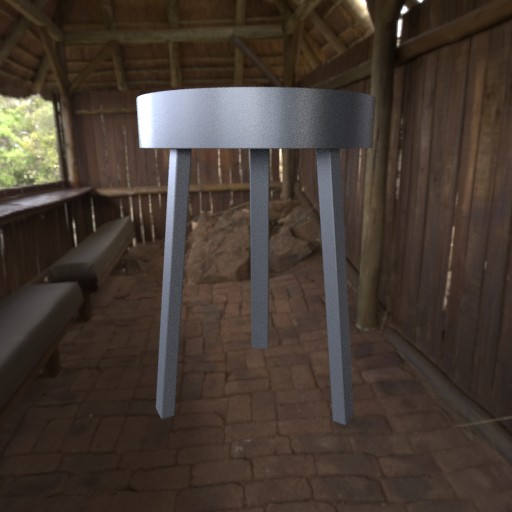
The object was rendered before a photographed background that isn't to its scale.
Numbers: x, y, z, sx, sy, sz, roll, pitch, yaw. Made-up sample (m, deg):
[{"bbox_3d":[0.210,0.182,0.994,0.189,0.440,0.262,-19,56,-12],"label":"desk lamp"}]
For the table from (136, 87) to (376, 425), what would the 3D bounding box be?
[{"bbox_3d":[0.000,0.000,0.845,0.406,0.559,0.406,0,14,0],"label":"table"}]
